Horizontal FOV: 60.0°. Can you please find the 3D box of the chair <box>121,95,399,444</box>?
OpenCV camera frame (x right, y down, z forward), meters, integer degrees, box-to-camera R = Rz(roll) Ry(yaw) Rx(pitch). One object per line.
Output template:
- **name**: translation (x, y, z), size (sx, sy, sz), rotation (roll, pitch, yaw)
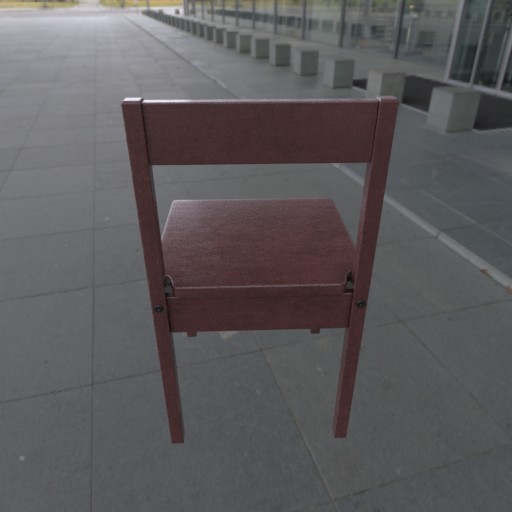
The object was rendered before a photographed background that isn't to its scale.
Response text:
- **chair**: translation (0.000, 0.000, 0.886), size (0.367, 0.668, 0.361), rotation (-1, 30, -2)
